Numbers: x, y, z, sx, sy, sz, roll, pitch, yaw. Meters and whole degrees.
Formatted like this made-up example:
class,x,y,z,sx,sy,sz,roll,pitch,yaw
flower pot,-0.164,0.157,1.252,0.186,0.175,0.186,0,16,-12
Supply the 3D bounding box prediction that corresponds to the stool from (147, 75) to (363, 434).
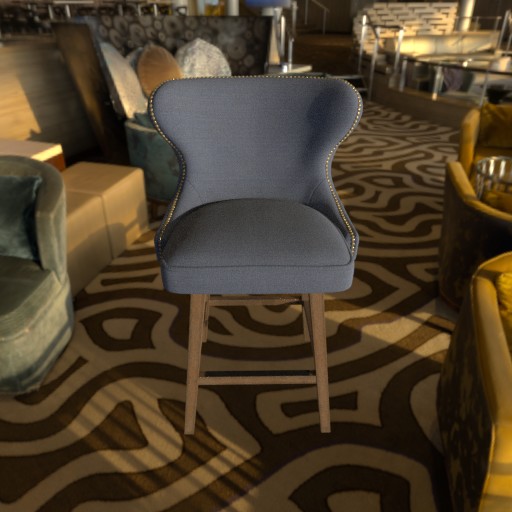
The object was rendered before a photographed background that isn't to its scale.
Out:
class,x,y,z,sx,sy,sz,roll,pitch,yaw
stool,0.000,0.000,1.366,0.615,0.972,0.597,0,30,-1
